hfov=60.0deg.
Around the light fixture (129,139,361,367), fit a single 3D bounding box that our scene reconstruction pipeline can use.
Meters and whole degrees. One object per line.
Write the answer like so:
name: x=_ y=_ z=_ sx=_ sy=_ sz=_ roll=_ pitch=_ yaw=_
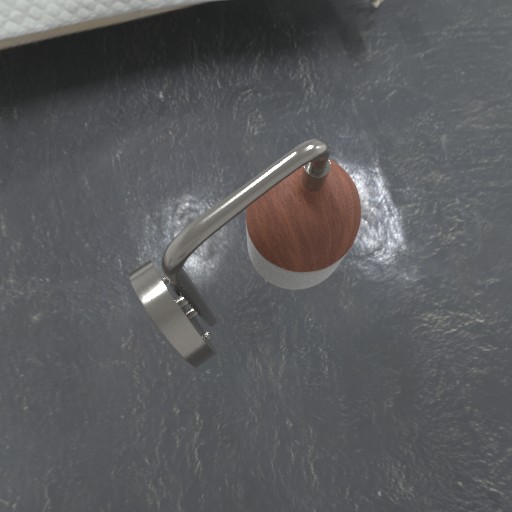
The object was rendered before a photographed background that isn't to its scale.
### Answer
light fixture: x=0.000 y=0.000 z=0.436 sx=0.216 sy=0.343 sz=0.108 roll=-34 pitch=77 yaw=-9
